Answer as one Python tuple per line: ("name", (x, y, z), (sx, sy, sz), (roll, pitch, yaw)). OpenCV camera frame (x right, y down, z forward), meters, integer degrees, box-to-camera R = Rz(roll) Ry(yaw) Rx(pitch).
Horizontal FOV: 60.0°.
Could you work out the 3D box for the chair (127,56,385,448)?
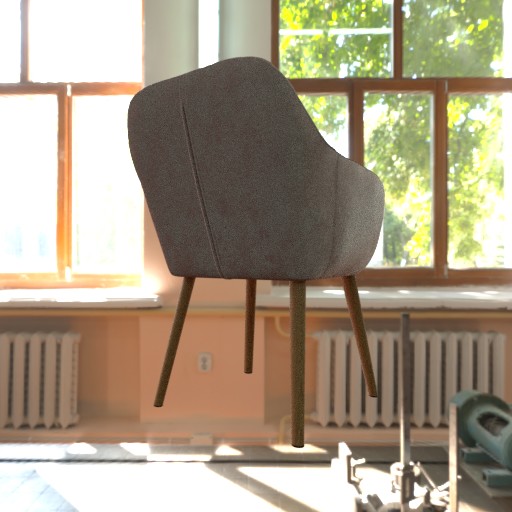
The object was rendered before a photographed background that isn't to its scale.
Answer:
("chair", (0.000, 0.000, 1.228), (0.610, 0.832, 0.570), (0, 0, 36))
